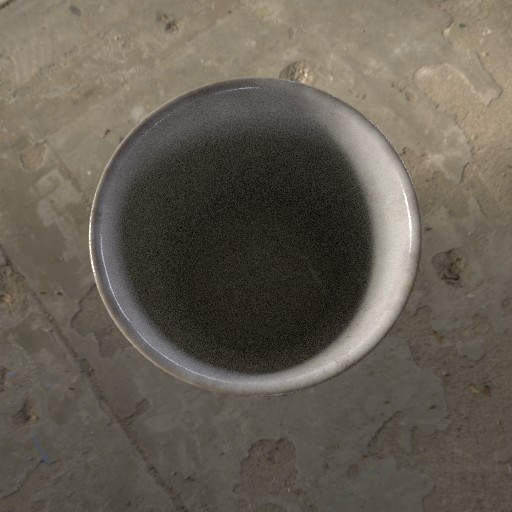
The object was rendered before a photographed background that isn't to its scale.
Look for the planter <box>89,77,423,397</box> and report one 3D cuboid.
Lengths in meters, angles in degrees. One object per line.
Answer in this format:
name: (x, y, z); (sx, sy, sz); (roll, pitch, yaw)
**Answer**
planter: (0.000, 0.000, 0.336); (0.193, 0.165, 0.193); (0, 76, 0)
